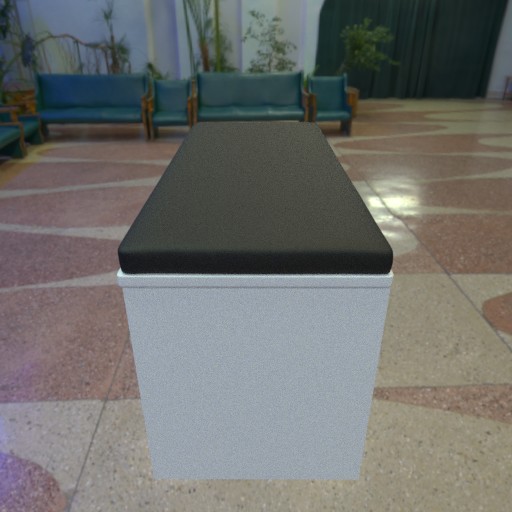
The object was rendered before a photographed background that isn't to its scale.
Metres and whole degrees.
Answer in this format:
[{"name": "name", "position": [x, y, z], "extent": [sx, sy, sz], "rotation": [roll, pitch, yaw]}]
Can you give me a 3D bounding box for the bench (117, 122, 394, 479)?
[{"name": "bench", "position": [0.000, 0.000, 1.129], "extent": [0.401, 0.500, 0.899], "rotation": [0, 28, 0]}]
